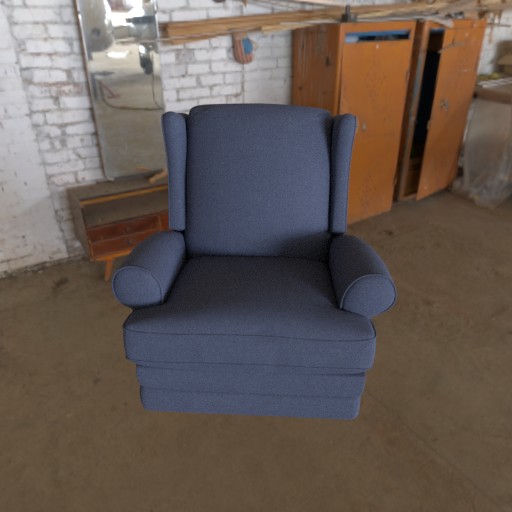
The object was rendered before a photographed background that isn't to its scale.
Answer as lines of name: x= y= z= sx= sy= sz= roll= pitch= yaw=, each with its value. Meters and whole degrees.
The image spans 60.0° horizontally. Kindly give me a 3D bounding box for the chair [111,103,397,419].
chair: x=0.000 y=0.000 z=1.742 sx=0.971 sy=1.020 sz=0.877 roll=2 pitch=30 yaw=3
